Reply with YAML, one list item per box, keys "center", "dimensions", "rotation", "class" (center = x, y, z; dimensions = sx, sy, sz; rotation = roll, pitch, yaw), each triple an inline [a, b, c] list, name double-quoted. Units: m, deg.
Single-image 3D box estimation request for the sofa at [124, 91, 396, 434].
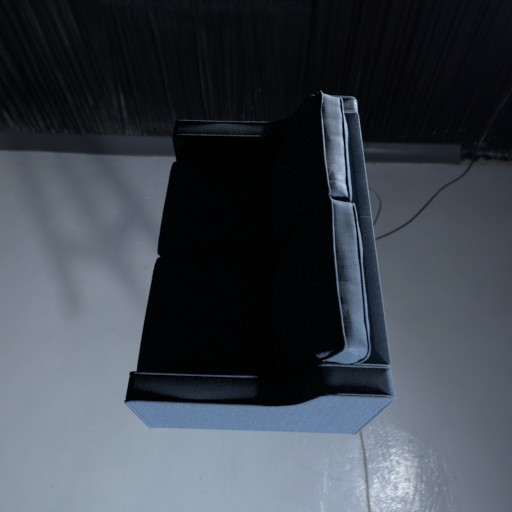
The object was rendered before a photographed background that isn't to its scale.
- center: [0.000, 0.000, 2.151]
  dimensions: [0.987, 0.971, 1.501]
  rotation: [1, 59, 1]
  class: "sofa"
